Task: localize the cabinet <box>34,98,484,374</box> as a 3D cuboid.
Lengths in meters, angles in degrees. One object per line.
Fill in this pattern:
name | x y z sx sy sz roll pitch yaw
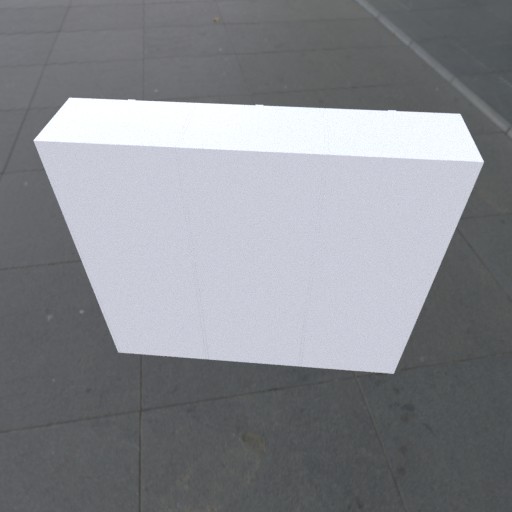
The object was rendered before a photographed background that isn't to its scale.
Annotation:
cabinet | 0.000 0.000 3.694 2.700 2.370 0.590 4 45 4
